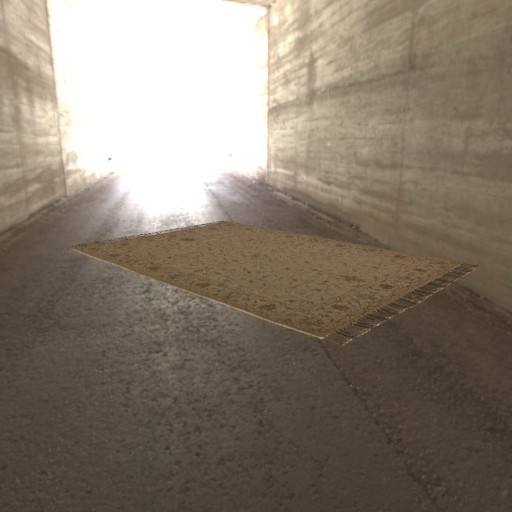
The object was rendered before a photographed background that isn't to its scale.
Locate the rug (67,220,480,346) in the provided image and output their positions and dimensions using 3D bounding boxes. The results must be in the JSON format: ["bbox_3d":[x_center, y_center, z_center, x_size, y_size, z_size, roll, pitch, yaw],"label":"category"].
[{"bbox_3d":[0.000,0.000,2.344,1.861,0.017,1.218,13,19,42],"label":"rug"}]
